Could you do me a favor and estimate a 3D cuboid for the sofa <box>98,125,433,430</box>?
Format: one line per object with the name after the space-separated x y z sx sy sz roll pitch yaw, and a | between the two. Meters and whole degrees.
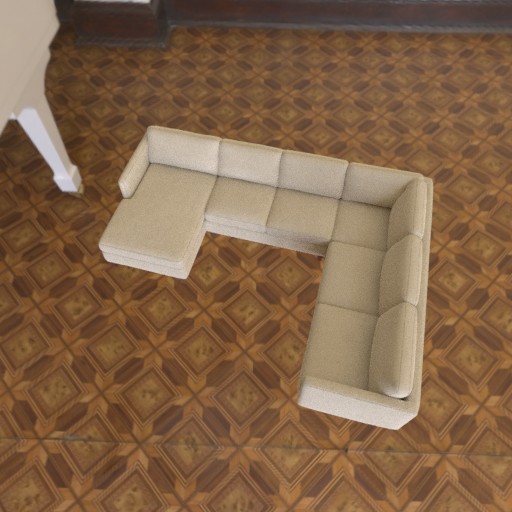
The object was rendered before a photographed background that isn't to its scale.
0.000 0.000 4.459 3.238 0.853 2.551 13 58 8 | sofa
